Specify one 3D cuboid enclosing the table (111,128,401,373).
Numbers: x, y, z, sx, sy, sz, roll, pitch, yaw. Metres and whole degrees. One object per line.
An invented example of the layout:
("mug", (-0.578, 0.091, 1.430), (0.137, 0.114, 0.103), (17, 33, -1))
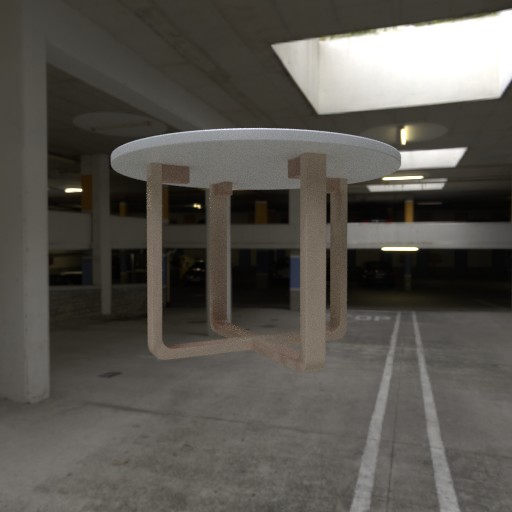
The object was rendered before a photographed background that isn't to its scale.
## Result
("table", (0.000, 0.000, 0.970), (0.600, 0.400, 0.600), (0, 2, 0))
